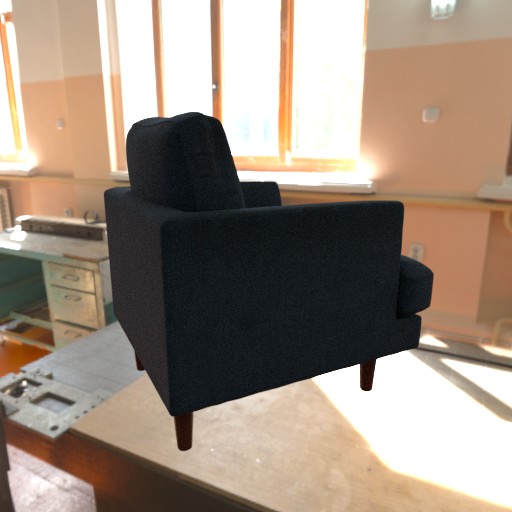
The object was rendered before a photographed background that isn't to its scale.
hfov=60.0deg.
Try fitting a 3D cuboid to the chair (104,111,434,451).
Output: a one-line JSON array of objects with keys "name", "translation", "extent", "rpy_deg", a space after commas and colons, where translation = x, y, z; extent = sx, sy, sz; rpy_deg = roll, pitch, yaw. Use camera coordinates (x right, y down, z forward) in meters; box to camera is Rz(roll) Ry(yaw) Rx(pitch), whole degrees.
[{"name": "chair", "translation": [0.000, 0.000, 1.596], "extent": [0.899, 0.957, 0.858], "rpy_deg": [-7, 16, -26]}]
